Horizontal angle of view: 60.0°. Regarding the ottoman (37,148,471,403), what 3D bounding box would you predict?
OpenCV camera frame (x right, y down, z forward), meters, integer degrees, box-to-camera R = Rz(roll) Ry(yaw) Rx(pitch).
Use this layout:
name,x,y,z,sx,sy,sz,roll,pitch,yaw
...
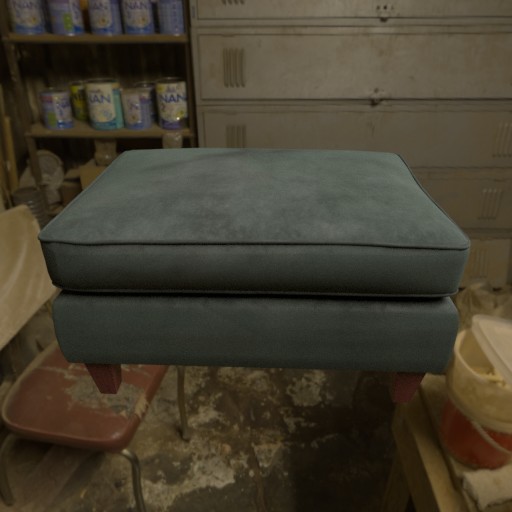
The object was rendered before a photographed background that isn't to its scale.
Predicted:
name,x,y,z,sx,sy,sz,roll,pitch,yaw
ottoman,0.000,0.000,1.201,0.864,0.495,0.632,1,30,2
